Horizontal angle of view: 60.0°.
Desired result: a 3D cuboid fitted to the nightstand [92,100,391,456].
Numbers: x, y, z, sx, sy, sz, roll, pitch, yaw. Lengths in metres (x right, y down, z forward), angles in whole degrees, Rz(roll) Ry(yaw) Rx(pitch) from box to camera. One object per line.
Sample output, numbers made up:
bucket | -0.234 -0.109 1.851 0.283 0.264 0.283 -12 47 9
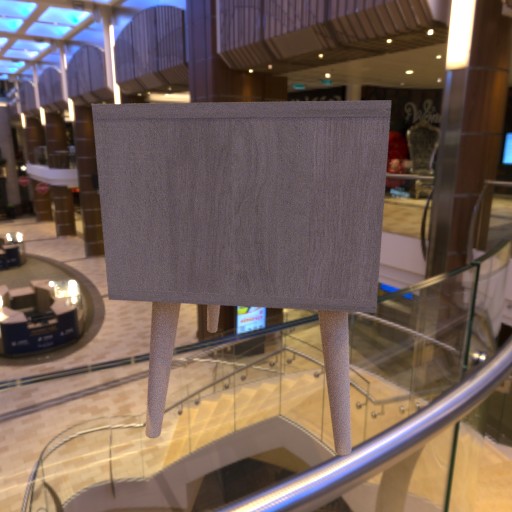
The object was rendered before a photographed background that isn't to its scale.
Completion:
nightstand | 0.000 0.000 0.818 0.380 0.500 0.450 2 14 8
